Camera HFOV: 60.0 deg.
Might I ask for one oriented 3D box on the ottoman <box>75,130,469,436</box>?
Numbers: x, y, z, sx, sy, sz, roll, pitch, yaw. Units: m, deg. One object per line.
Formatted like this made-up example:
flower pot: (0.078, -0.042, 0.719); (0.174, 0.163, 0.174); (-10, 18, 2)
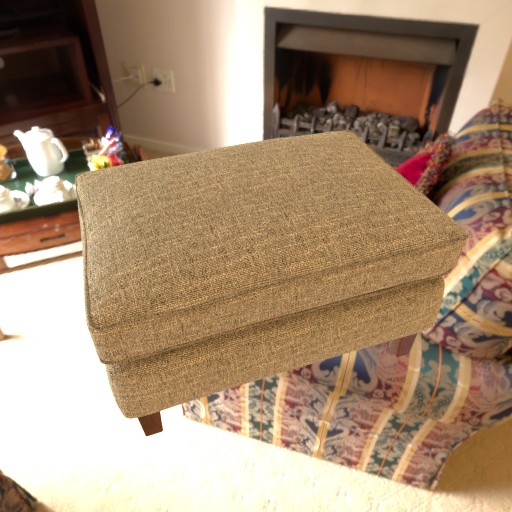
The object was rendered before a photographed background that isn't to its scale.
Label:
ottoman: (0.000, 0.000, 0.973); (0.686, 0.406, 0.508); (-13, 43, -14)
